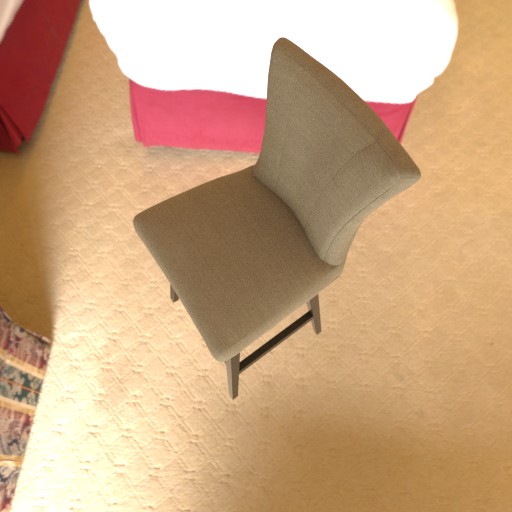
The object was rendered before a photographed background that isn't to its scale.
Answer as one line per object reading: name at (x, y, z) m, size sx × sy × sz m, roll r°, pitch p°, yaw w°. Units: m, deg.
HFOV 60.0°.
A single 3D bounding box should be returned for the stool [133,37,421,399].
stool at (0.000, 0.000, 1.423) m, size 0.574 × 1.086 × 0.514 m, roll -31°, pitch 68°, yaw -14°
